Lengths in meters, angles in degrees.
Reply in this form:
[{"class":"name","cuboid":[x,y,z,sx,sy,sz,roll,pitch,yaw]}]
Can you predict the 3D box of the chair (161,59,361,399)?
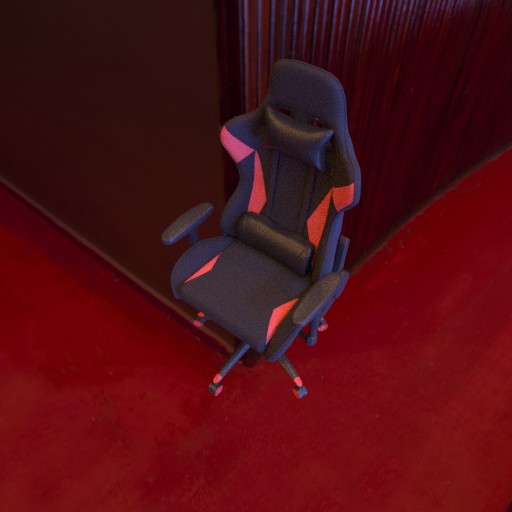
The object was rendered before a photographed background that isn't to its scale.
[{"class":"chair","cuboid":[0.000,0.000,1.723,0.695,1.326,0.658,30,54,25]}]
